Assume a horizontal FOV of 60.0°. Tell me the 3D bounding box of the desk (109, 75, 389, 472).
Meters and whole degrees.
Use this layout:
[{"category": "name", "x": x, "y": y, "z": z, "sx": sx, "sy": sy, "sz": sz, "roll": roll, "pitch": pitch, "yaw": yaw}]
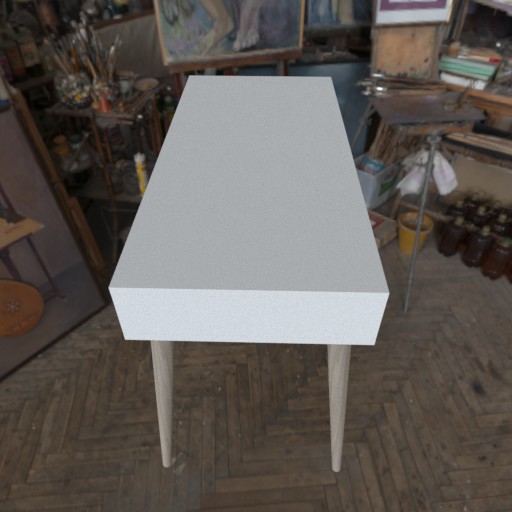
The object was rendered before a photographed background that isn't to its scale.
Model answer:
[{"category": "desk", "x": 0.000, "y": 0.000, "z": 1.346, "sx": 0.491, "sy": 0.723, "sz": 0.979, "roll": 1, "pitch": 42, "yaw": 1}]
